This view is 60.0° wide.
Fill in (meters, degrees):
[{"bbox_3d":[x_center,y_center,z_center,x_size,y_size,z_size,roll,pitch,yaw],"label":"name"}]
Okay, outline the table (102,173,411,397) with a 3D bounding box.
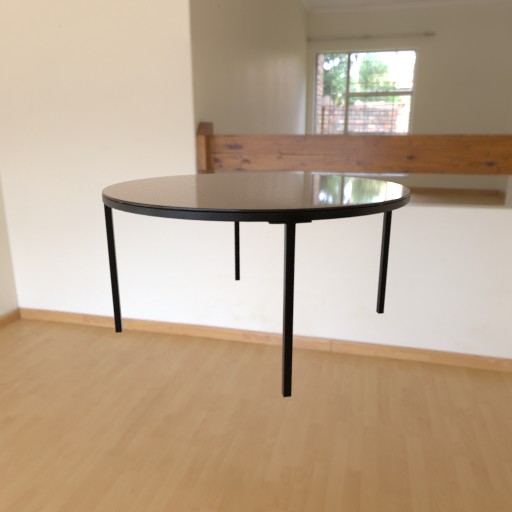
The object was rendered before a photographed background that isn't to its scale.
[{"bbox_3d":[0.000,0.000,1.262,0.800,0.400,0.800,0,15,0],"label":"table"}]
